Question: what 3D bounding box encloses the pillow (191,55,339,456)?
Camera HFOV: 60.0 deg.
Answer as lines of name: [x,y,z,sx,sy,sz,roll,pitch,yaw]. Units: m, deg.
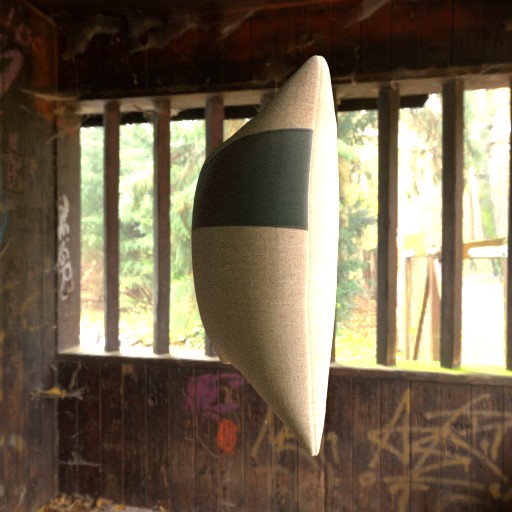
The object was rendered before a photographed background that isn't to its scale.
pillow: [0.000,0.000,0.631,0.173,0.399,0.414,0,1,-17]
